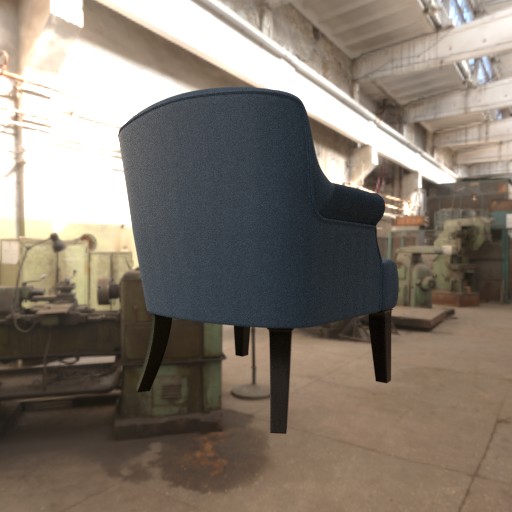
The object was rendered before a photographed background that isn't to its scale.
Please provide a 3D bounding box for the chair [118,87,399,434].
[{"bbox_3d":[0.000,0.000,1.488,0.770,0.878,0.754,0,1,37],"label":"chair"}]
